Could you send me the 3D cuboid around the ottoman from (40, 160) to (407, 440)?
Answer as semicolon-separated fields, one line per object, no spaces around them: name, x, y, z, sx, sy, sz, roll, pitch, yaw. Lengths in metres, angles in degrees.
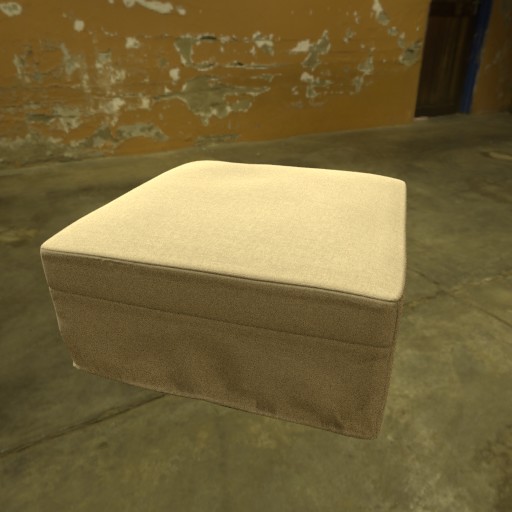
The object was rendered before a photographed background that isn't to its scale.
ottoman;0.000;0.000;1.343;0.840;0.436;0.843;8;27;15
